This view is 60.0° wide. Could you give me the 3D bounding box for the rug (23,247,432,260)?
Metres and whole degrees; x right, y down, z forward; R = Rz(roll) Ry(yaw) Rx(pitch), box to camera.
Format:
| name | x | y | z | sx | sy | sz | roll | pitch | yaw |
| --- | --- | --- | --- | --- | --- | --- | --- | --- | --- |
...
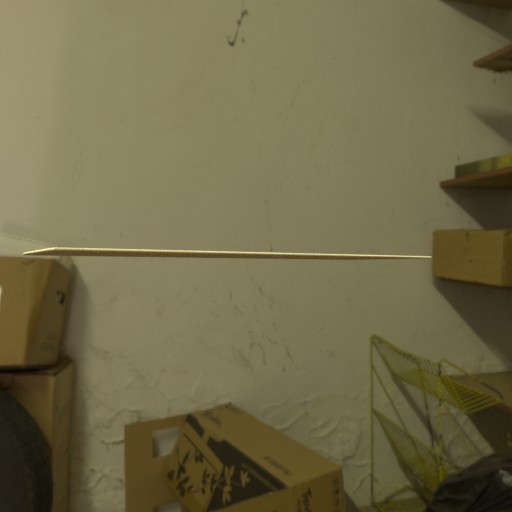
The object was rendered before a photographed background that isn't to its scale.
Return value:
| name | x | y | z | sx | sy | sz | roll | pitch | yaw |
| --- | --- | --- | --- | --- | --- | --- | --- | --- | --- |
| rug | 0.000 | 0.000 | 2.697 | 2.450 | 0.014 | 0.793 | 1 | -2 | -35 |
